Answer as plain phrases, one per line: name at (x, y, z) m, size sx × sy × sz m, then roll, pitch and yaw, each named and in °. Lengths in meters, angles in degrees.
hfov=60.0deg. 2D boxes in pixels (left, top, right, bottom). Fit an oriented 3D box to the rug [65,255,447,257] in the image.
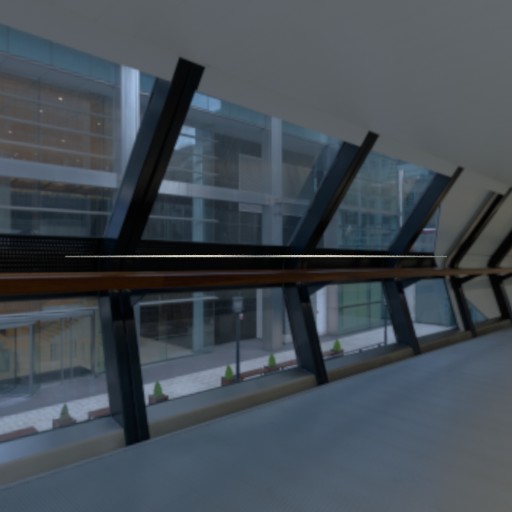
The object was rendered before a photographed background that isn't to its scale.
rug at (0.000, 0.000, 2.979) m, size 1.519 × 0.003 × 2.453 m, roll 0°, pitch 0°, yaw 0°
